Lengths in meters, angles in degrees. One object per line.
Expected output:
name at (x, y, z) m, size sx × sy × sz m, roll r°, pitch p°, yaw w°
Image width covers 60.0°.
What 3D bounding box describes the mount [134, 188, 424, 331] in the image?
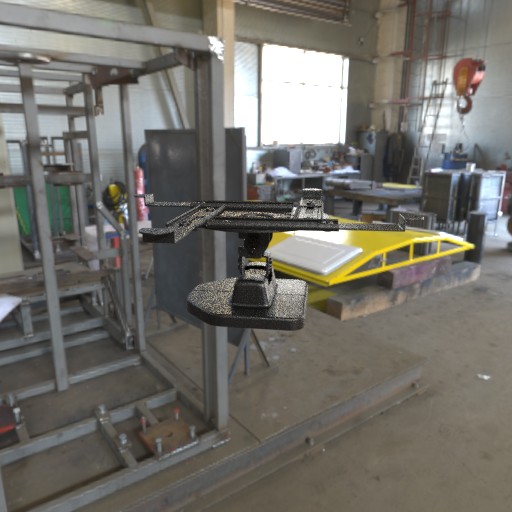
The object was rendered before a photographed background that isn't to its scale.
mount at (0.000, 0.000, 0.600) m, size 0.394 × 0.141 × 0.394 m, roll 2°, pitch 15°, yaw 8°
